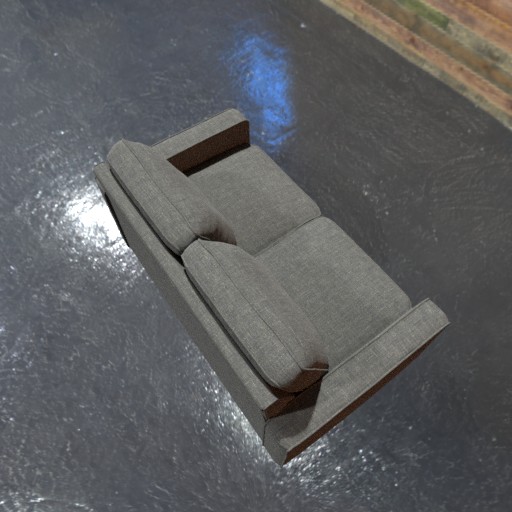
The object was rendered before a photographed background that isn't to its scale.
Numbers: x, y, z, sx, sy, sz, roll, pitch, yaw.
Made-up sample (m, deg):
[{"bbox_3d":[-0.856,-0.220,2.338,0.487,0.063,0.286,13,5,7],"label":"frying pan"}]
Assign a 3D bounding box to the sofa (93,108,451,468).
[{"bbox_3d":[0.000,0.000,2.273,0.947,0.918,1.709,-32,64,-17],"label":"sofa"}]
